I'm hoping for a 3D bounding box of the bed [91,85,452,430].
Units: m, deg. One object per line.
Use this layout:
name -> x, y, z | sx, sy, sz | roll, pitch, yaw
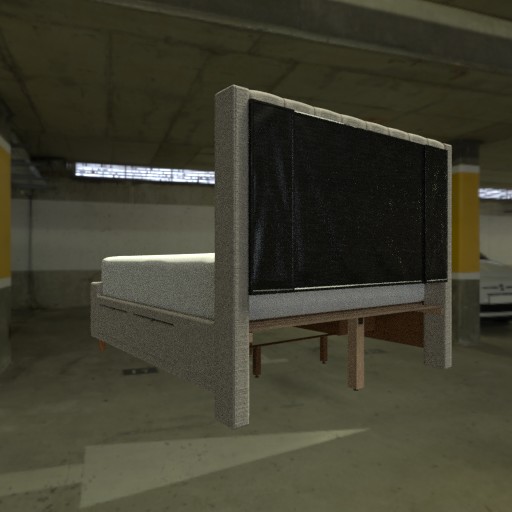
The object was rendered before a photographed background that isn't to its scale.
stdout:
bed -> 0.000, 0.000, 3.754 | 2.044, 1.748, 2.372 | 0, 0, -37
